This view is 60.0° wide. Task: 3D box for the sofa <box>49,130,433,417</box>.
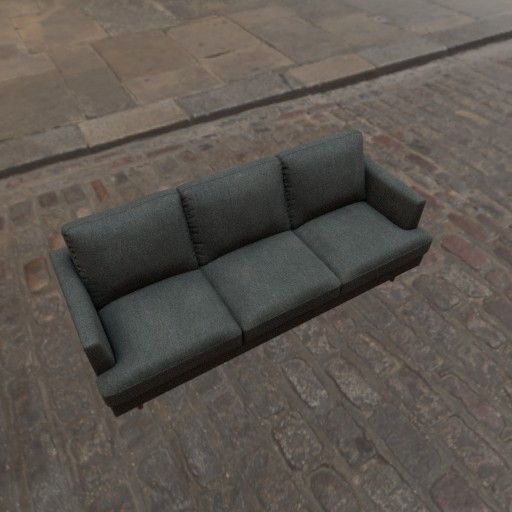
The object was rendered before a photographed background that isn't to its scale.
[{"bbox_3d":[0.000,0.000,2.786,2.246,0.930,0.903,-23,50,-21],"label":"sofa"}]
